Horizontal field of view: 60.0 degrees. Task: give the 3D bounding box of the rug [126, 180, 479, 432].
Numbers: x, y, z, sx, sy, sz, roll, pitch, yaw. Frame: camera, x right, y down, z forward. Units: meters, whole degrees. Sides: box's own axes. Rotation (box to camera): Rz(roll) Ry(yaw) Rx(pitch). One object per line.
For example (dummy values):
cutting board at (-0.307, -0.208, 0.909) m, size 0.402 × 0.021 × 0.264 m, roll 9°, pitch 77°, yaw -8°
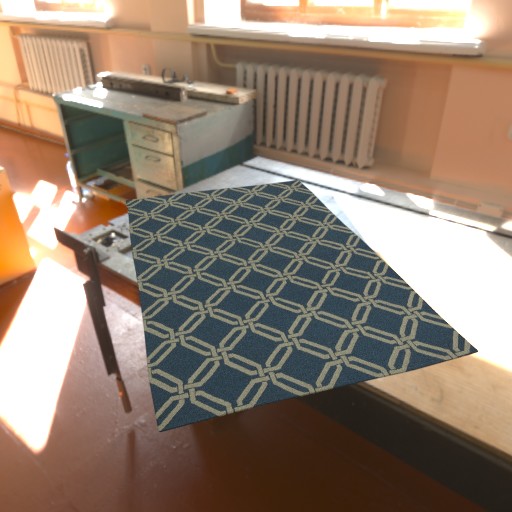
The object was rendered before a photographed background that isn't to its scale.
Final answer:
rug at (0.000, 0.000, 2.158) m, size 1.153 × 0.010 × 1.755 m, roll -9°, pitch 32°, yaw -15°
